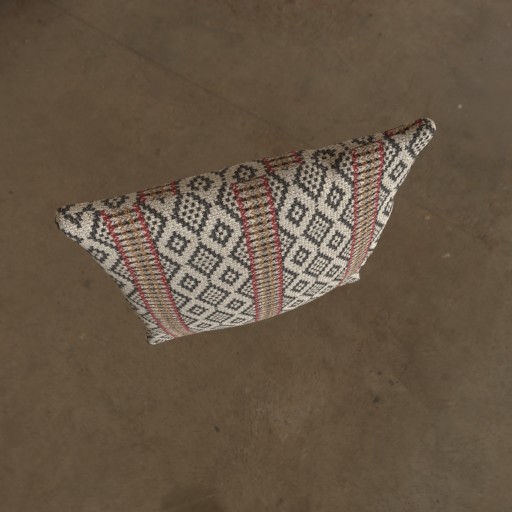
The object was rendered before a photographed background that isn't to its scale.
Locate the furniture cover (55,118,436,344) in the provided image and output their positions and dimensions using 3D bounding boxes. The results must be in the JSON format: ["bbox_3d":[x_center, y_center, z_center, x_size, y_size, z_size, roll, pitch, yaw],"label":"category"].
[{"bbox_3d":[0.000,0.000,0.782,0.503,0.506,0.182,-16,64,-8],"label":"furniture cover"}]
